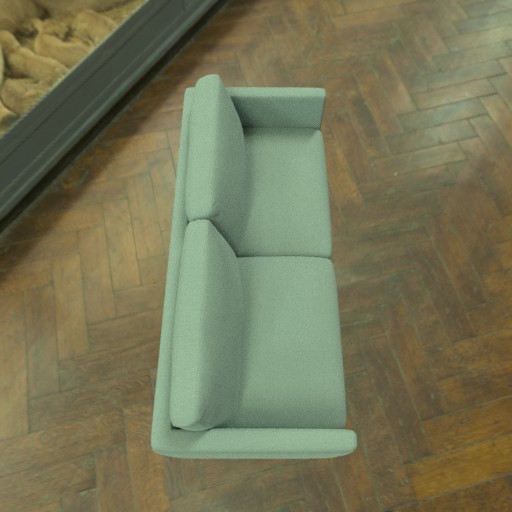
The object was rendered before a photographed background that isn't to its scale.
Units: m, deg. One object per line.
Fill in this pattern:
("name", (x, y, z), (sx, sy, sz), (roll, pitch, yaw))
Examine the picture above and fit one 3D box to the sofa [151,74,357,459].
("sofa", (0.000, 0.000, 2.667), (0.951, 0.965, 2.208), (0, 64, 0))
